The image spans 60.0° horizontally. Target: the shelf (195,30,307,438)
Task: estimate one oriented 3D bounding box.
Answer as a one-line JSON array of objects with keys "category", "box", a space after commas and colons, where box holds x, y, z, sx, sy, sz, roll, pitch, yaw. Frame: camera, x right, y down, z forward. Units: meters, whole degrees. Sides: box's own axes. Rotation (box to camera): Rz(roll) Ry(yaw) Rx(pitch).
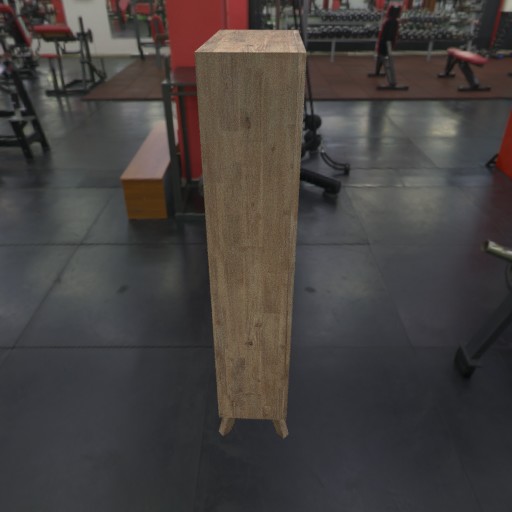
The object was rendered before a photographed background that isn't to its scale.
[{"category": "shelf", "box": [0.000, 0.000, 1.518, 0.267, 1.342, 0.491, 1, 32, 2]}]
